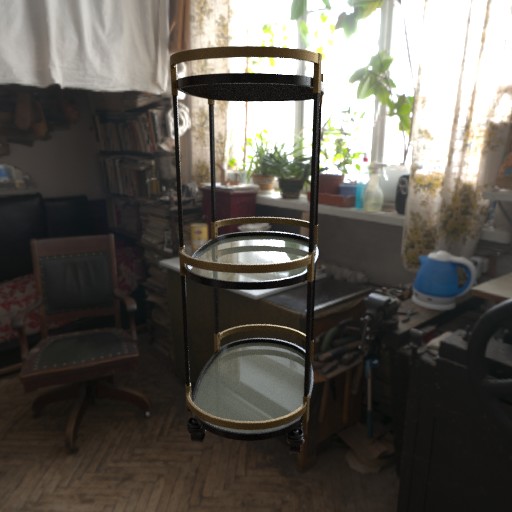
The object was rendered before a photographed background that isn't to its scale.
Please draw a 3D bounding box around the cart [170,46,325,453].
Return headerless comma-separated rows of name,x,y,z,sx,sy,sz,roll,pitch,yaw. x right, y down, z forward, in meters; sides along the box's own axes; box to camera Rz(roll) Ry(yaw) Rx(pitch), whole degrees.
cart,0.000,0.000,1.116,0.311,0.885,0.515,2,16,9
